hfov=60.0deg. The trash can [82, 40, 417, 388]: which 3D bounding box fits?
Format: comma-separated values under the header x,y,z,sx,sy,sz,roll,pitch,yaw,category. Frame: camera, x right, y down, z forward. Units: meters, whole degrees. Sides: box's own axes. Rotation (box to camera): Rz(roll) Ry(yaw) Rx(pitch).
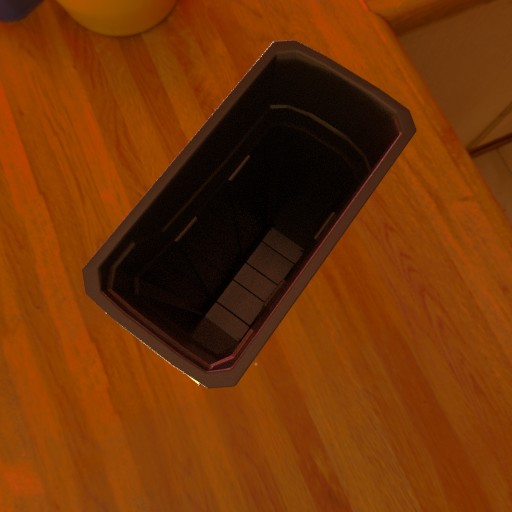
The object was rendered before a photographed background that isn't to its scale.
x,y,z,sx,sy,sz,roll,pitch,yaw,category
0.000,0.000,1.048,0.281,0.762,0.559,35,79,8,trash can
